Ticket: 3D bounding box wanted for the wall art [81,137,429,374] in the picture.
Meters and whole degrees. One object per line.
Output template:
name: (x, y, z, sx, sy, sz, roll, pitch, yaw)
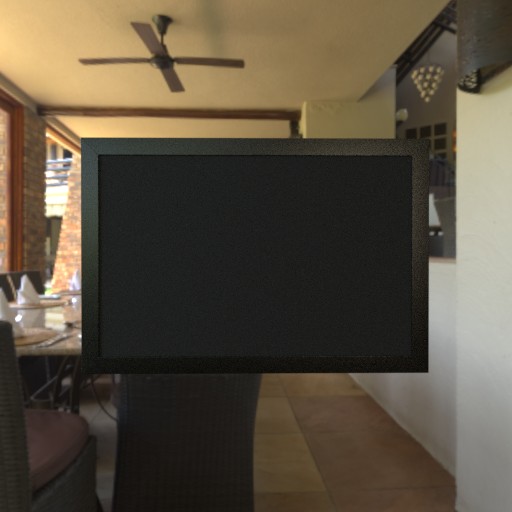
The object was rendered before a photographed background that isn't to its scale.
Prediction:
wall art: (0.000, 0.000, 0.847, 0.660, 0.447, 0.013, 0, 0, -1)
